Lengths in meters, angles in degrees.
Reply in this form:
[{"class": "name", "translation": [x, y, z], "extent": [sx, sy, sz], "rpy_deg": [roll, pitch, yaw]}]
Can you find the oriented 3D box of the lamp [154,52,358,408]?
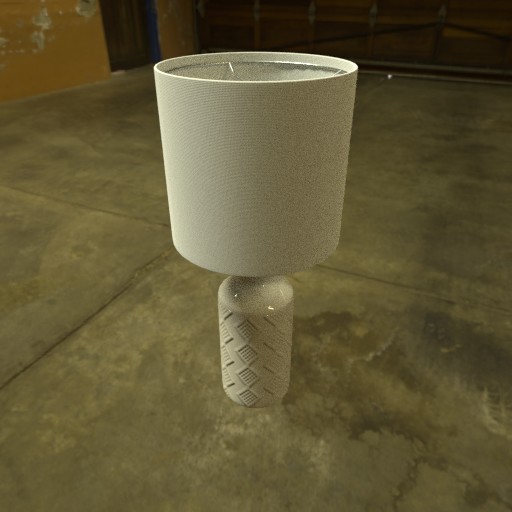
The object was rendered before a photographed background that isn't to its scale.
[{"class": "lamp", "translation": [0.000, 0.000, 0.575], "extent": [0.207, 0.461, 0.207], "rpy_deg": [-10, 32, -16]}]
